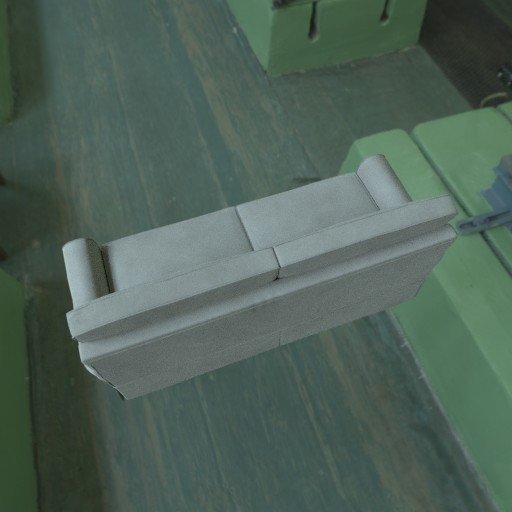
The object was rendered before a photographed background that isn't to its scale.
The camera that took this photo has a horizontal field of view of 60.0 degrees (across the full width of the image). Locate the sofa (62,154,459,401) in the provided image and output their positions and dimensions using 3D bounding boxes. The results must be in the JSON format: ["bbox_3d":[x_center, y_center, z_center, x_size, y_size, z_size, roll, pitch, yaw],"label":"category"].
[{"bbox_3d":[0.000,0.000,2.779,2.246,1.014,0.900,-17,60,-10],"label":"sofa"}]
